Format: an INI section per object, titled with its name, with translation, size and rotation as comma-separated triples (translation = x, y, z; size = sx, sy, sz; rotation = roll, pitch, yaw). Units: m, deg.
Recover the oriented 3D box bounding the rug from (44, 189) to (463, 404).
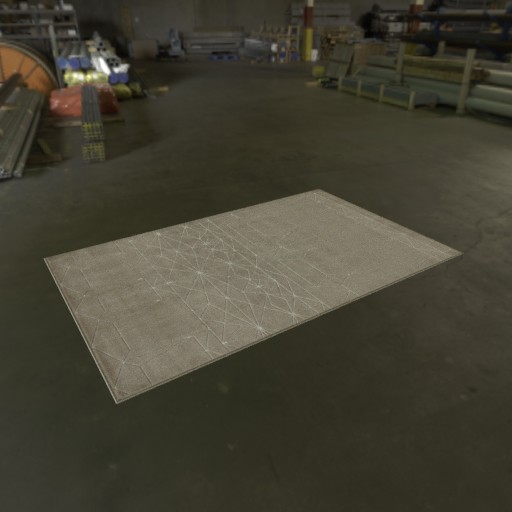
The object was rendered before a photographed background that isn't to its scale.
[rug]
translation = 0.000, 0.000, 3.040
size = 2.438, 0.012, 1.524
rotation = -18, 33, -29
